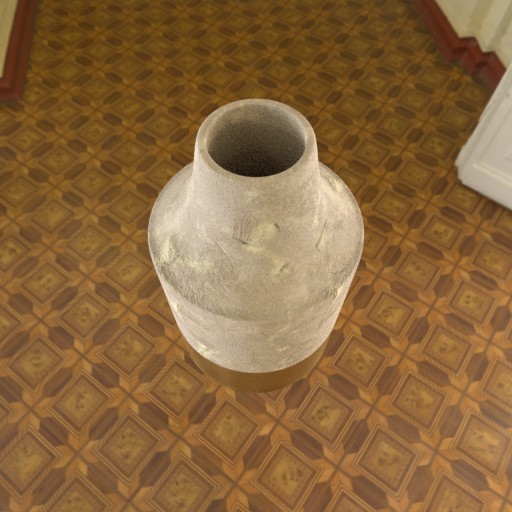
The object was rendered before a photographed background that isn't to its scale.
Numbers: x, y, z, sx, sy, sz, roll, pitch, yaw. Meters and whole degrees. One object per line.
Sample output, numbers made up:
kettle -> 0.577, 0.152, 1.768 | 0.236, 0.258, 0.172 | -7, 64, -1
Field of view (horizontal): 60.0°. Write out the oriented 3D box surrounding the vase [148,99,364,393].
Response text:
vase -> 0.000, 0.000, 0.424 | 0.184, 0.305, 0.184 | 0, 59, 0
